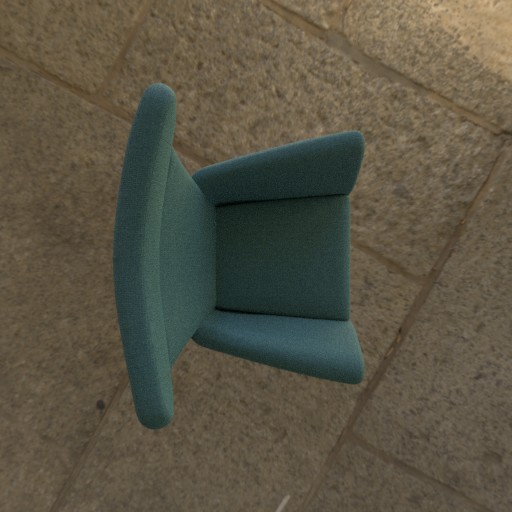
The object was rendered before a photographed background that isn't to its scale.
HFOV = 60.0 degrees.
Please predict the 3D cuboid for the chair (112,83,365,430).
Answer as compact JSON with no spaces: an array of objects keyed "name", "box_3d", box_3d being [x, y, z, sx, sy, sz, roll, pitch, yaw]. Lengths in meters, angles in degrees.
[{"name":"chair","box_3d":[0.000,0.000,1.767,0.900,0.980,1.050,0,90,1]}]
